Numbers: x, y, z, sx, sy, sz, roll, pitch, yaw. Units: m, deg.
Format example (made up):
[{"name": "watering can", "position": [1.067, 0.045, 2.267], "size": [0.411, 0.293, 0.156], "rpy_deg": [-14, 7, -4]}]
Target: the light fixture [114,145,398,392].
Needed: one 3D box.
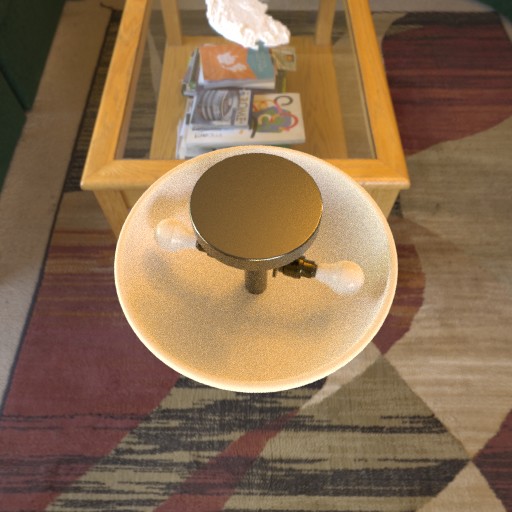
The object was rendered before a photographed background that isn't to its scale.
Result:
[{"name": "light fixture", "position": [0.000, 0.000, 0.536], "size": [0.330, 0.214, 0.330], "rpy_deg": [0, 60, 0]}]
